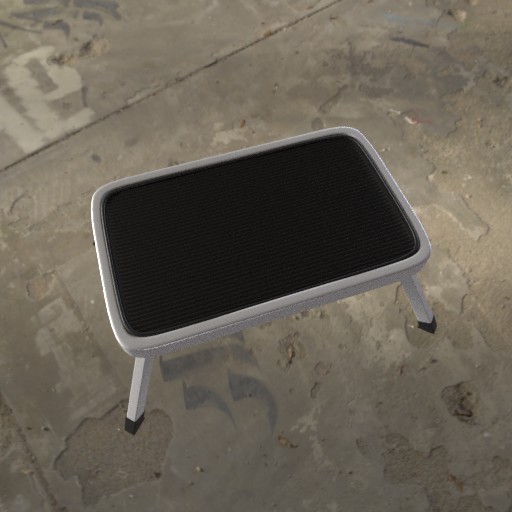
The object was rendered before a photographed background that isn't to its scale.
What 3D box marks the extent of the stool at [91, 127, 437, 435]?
[{"bbox_3d":[0.000,0.000,0.614,0.460,0.170,0.320,-16,61,-9],"label":"stool"}]
